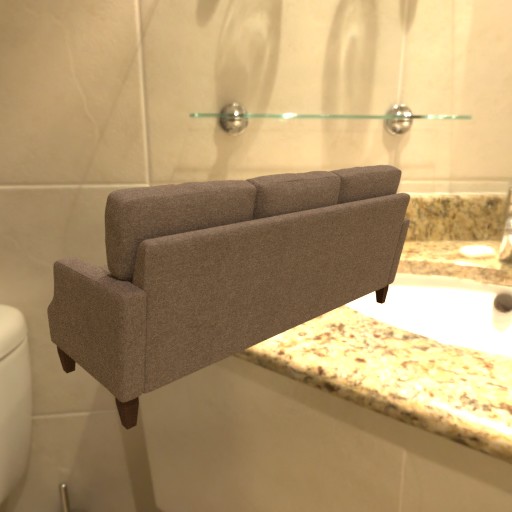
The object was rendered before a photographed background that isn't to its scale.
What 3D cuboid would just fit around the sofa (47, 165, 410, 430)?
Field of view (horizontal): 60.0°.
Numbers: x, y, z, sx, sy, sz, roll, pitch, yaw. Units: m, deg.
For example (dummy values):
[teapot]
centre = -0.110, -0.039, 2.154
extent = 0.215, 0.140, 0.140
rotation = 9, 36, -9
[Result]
[sofa]
centre = 0.000, 0.000, 2.582
extent = 2.115, 0.984, 0.888
rotation = -15, 21, -42
